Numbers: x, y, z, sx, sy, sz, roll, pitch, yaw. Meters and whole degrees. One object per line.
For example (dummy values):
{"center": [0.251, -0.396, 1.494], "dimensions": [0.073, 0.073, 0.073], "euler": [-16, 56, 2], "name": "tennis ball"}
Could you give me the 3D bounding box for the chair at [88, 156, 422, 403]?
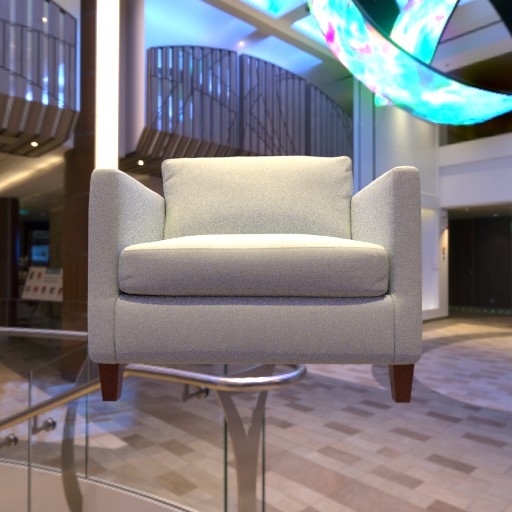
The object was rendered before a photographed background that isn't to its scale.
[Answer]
{"center": [0.000, 0.000, 1.869], "dimensions": [1.107, 0.961, 0.953], "euler": [0, -1, 1], "name": "chair"}
